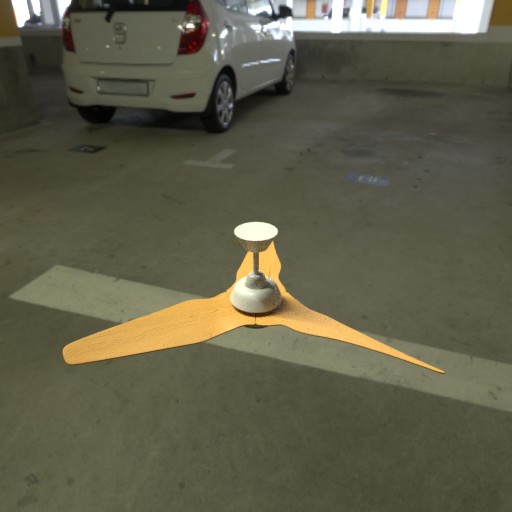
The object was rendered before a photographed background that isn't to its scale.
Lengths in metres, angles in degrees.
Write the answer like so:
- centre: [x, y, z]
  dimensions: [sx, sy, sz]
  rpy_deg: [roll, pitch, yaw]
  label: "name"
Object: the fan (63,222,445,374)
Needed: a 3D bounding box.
- centre: [0.000, 0.000, 1.681]
  dimensions: [1.142, 0.355, 1.010]
  rpy_deg: [1, 29, 2]
  label: "fan"
